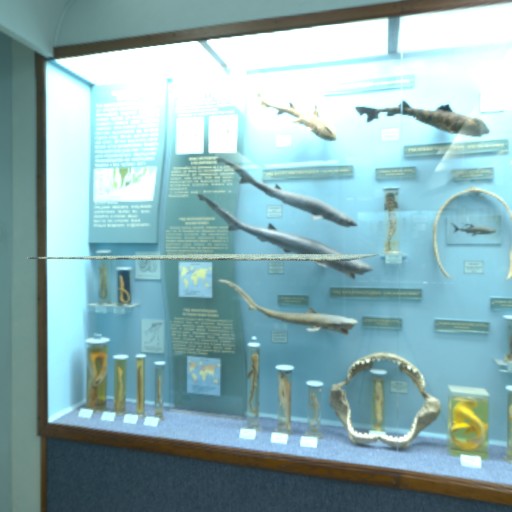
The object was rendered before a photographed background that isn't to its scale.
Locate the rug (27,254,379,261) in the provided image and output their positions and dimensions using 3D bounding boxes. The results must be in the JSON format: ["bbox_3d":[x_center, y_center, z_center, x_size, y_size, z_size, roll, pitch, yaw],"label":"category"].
[{"bbox_3d":[0.000,0.000,2.060,1.035,0.006,1.652,0,1,18],"label":"rug"}]
